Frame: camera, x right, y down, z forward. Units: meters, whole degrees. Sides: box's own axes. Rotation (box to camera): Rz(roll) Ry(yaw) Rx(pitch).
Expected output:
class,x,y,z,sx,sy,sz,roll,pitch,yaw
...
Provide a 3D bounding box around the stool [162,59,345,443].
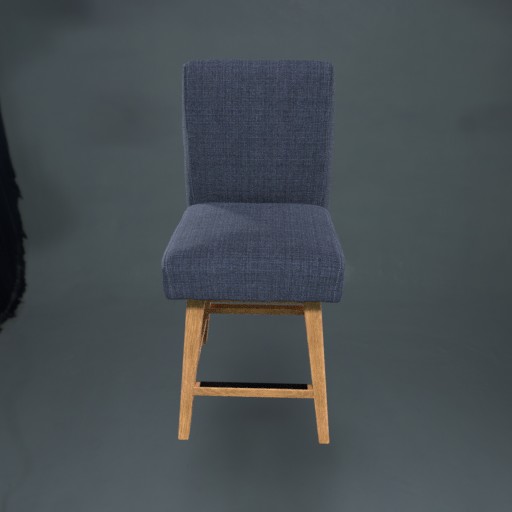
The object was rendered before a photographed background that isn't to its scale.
class,x,y,z,sx,sy,sz,roll,pitch,yaw
stool,0.000,0.000,1.306,0.459,1.010,0.526,1,31,2
